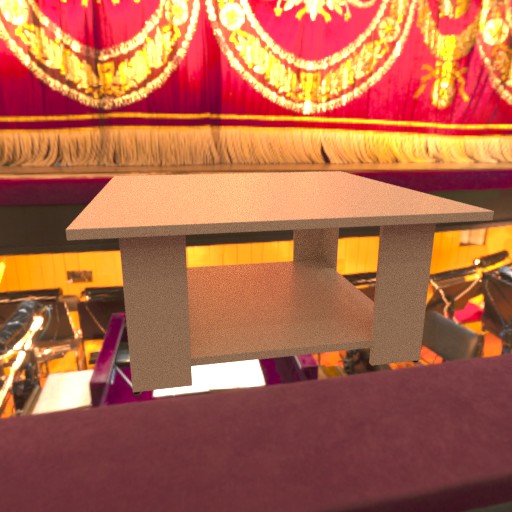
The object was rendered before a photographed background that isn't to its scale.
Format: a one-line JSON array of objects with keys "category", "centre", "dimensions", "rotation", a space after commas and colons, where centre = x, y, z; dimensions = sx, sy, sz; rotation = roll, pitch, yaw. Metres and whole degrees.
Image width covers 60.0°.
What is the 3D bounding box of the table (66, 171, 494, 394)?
[{"category": "table", "centre": [0.000, 0.000, 1.030], "dimensions": [0.670, 0.305, 0.670], "rotation": [-3, 17, -11]}]
